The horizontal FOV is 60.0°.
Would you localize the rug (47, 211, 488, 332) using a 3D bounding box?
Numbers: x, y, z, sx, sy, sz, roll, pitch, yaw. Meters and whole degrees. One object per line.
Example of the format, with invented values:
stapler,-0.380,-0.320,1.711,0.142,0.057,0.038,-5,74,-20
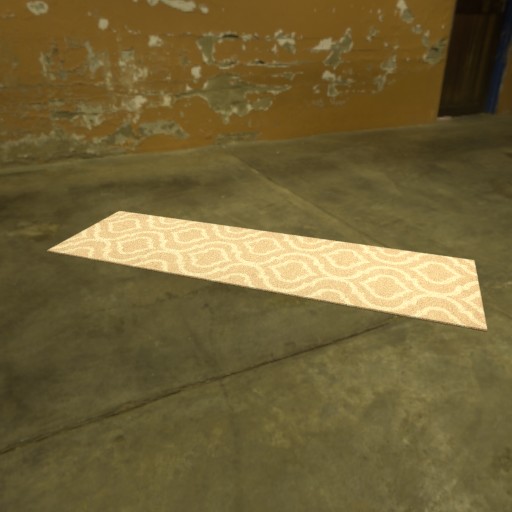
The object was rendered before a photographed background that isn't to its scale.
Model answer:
rug,0.000,0.000,2.476,2.289,0.013,0.691,9,27,18
